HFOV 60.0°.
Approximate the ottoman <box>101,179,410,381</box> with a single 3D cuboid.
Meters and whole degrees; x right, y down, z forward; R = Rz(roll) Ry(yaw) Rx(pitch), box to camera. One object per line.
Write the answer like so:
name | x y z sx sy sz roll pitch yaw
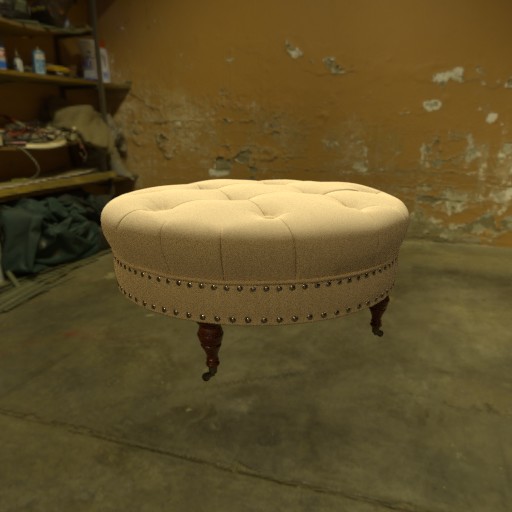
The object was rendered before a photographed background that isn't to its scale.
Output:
ottoman | 0.000 0.000 1.396 0.901 0.439 0.901 0 16 0
